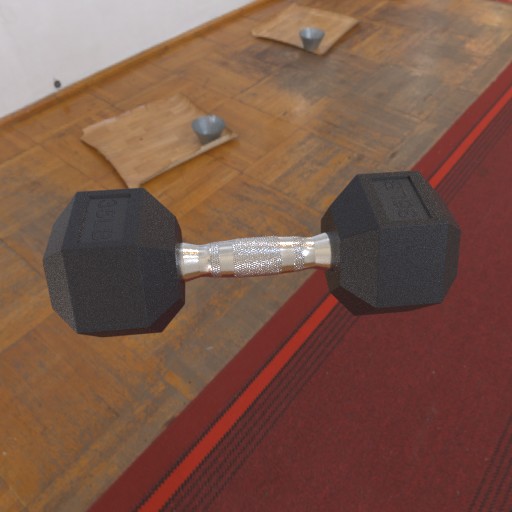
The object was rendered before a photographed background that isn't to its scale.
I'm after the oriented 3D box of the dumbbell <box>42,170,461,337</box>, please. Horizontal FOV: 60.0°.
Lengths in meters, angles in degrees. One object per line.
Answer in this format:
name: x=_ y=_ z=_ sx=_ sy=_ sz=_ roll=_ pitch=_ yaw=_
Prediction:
dumbbell: x=0.000 y=0.000 z=0.417 sx=0.356 sy=0.123 sz=0.141 roll=-4 pitch=48 yaw=-4
